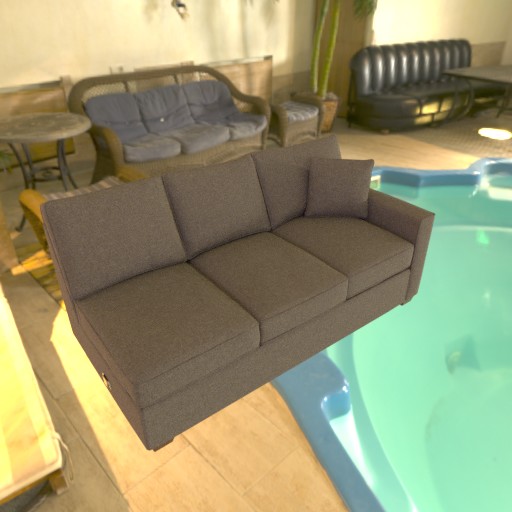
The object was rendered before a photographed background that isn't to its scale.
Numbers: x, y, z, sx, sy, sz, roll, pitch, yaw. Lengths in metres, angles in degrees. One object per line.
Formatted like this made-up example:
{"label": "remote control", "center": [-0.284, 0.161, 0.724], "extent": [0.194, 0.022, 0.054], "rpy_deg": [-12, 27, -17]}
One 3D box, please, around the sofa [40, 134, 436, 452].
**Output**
{"label": "sofa", "center": [0.000, 0.000, 2.527], "extent": [1.963, 0.946, 1.034], "rpy_deg": [-21, 36, -32]}
